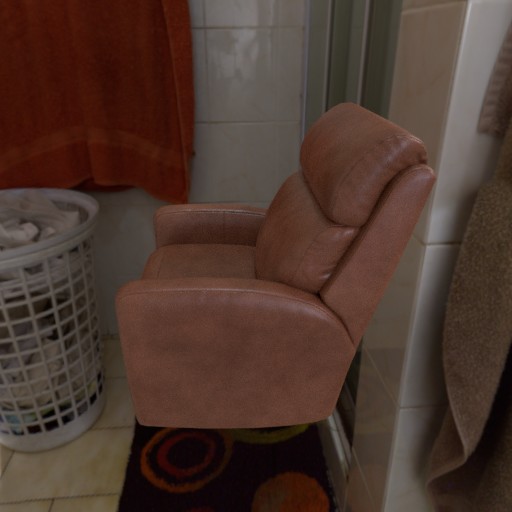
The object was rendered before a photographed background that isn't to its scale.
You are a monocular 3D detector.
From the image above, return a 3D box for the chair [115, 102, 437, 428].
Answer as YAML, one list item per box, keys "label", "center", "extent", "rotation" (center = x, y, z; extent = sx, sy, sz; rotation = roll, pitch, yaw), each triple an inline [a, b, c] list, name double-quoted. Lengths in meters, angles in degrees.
- label: "chair"
  center: [0.000, 0.000, 1.643]
  extent: [0.939, 1.016, 0.787]
  rotation: [-1, 26, -2]
